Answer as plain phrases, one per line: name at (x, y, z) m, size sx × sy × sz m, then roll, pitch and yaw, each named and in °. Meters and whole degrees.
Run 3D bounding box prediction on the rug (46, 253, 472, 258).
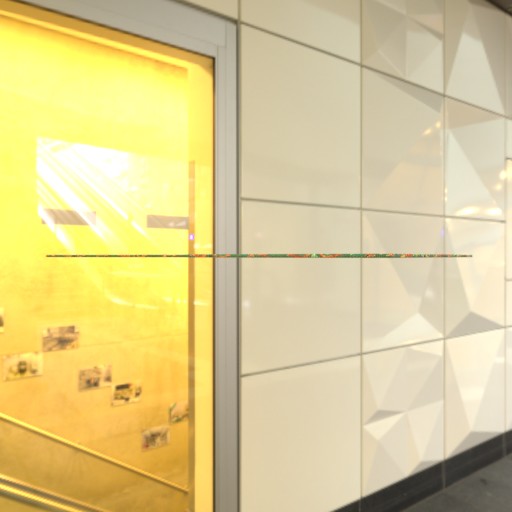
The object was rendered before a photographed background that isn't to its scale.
rug at (0.000, 0.000, 2.850) m, size 2.290 × 0.016 × 1.527 m, roll 0°, pitch 0°, yaw 35°
